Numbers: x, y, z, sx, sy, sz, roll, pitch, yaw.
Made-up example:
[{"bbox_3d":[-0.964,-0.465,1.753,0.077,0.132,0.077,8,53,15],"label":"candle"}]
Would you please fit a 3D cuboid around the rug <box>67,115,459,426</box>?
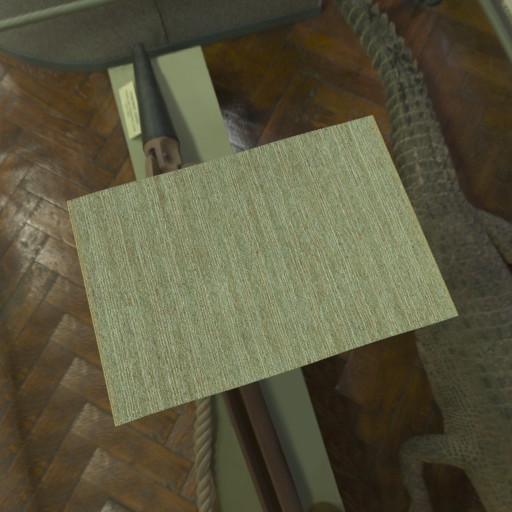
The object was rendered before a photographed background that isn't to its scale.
[{"bbox_3d":[0.000,0.000,2.387,1.824,0.010,1.240,-17,76,-4],"label":"rug"}]
